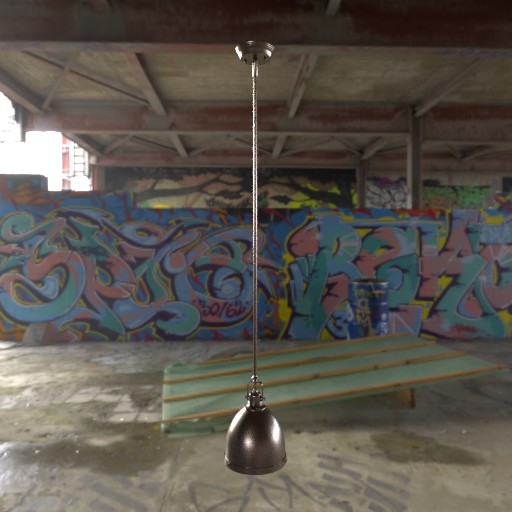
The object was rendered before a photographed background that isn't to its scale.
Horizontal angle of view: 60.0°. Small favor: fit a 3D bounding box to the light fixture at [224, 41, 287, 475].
[{"bbox_3d":[0.000,0.000,1.480,0.217,1.367,0.211,0,1,18],"label":"light fixture"}]
